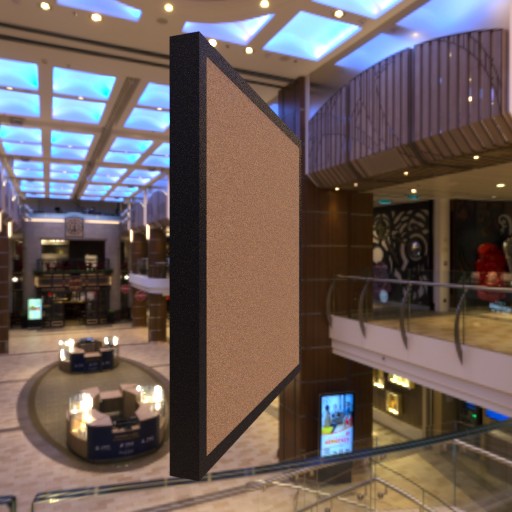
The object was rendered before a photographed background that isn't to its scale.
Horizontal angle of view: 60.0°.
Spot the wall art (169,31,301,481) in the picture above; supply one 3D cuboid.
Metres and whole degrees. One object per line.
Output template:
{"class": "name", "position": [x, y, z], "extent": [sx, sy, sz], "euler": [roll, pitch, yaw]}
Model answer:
{"class": "wall art", "position": [0.000, 0.000, 0.746], "extent": [0.038, 0.508, 0.508], "euler": [0, 0, 19]}
